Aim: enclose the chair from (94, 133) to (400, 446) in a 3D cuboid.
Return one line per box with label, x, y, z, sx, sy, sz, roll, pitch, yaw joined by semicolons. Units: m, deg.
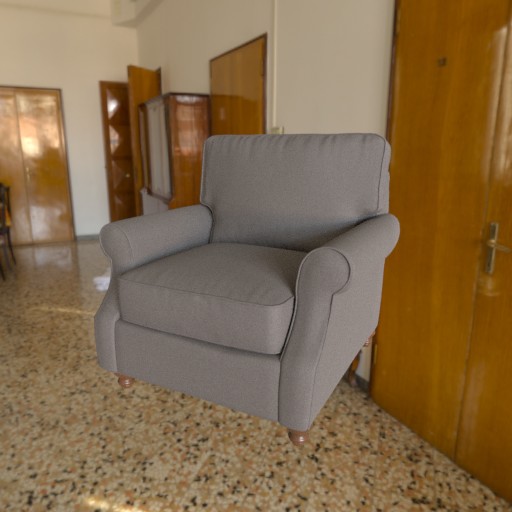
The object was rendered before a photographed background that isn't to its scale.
chair;0.000;0.000;1.795;1.029;0.967;0.966;7;16;27
